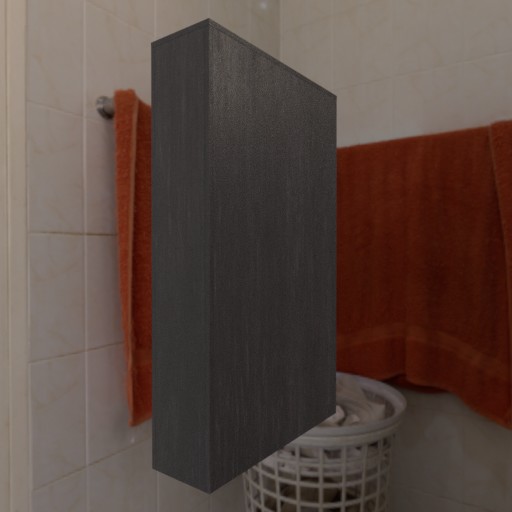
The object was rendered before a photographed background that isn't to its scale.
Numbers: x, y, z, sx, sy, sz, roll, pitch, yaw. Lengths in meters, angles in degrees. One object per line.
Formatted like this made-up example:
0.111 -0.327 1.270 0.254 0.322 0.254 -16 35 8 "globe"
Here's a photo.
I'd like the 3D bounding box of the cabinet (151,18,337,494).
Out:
0.000 0.000 1.565 0.250 1.280 0.750 1 1 37 "cabinet"
